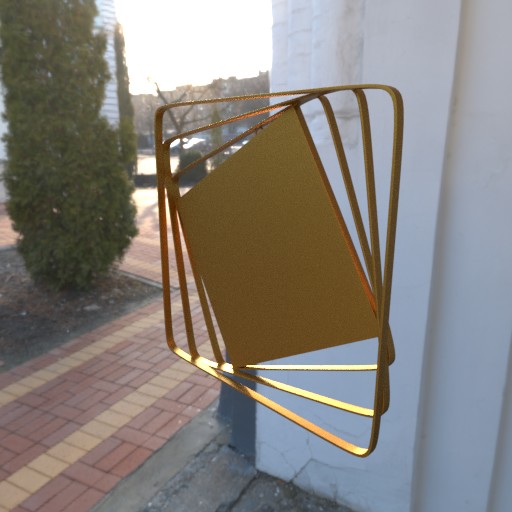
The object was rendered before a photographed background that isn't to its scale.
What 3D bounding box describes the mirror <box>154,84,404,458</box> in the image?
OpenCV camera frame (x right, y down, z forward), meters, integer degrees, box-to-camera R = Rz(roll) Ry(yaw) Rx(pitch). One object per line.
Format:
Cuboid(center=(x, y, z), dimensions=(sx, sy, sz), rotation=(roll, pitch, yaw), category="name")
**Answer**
Cuboid(center=(0.000, 0.000, 0.683), dimensions=(0.045, 0.468, 0.470), rotation=(-14, 20, -43), category="mirror")
